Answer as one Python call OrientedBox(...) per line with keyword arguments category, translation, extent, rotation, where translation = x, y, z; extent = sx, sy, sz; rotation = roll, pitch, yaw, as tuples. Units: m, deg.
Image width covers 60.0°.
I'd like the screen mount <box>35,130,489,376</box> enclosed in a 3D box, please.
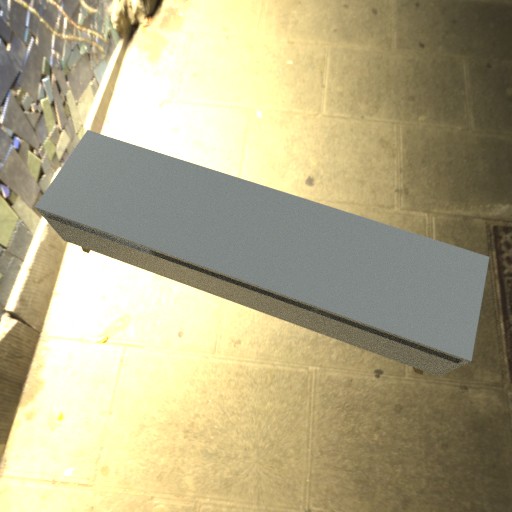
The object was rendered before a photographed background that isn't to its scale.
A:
OrientedBox(category="screen mount", translation=(0.000, 0.000, 1.833), extent=(1.644, 0.432, 0.399), rotation=(19, 67, 9))
